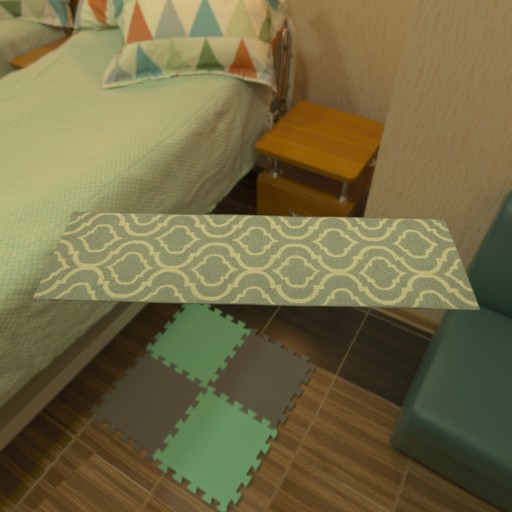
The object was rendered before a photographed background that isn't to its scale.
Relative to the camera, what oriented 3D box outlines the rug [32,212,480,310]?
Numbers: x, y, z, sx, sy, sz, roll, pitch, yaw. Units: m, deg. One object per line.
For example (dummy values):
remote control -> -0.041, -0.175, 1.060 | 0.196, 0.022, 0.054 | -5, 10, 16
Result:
rug -> 0.000, 0.000, 2.477 | 2.275, 0.009, 0.684 | 1, 47, 1
